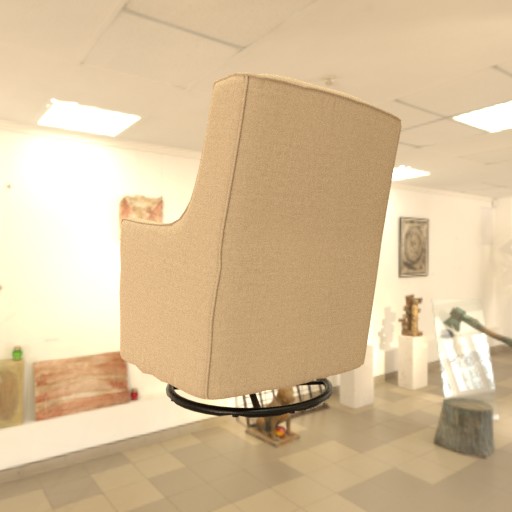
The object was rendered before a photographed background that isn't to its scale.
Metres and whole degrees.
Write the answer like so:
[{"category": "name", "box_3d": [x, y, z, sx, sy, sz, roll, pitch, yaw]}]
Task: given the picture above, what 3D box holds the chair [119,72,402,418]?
[{"category": "chair", "box_3d": [0.000, 0.000, 1.622, 0.732, 0.993, 0.879, 0, 0, -37]}]
